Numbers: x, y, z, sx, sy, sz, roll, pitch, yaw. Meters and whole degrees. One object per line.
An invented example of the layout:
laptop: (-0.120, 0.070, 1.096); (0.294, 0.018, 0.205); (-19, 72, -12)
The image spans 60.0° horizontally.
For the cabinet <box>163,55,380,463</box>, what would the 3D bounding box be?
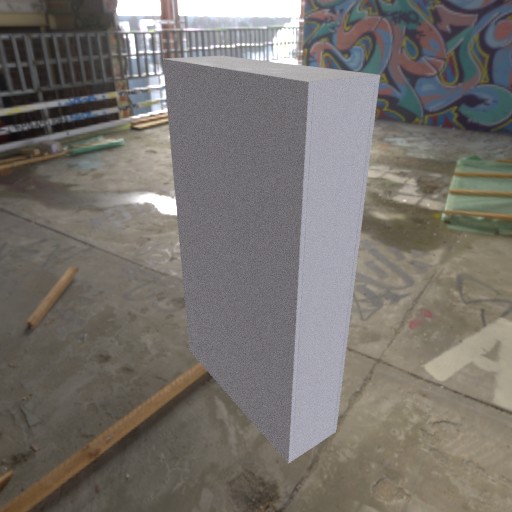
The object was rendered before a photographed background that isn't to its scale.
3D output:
cabinet: (0.000, 0.000, 1.614); (0.250, 1.280, 0.750); (-19, 34, -31)
